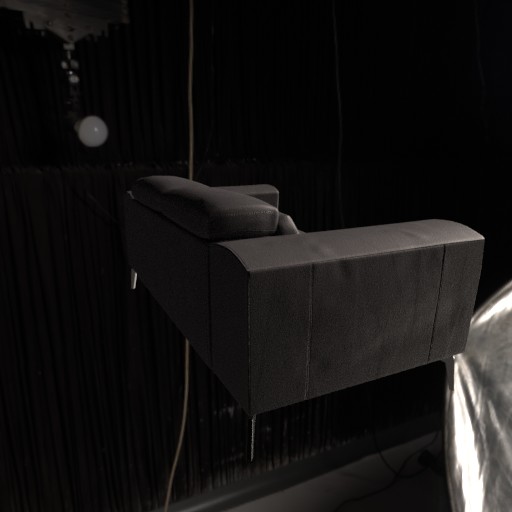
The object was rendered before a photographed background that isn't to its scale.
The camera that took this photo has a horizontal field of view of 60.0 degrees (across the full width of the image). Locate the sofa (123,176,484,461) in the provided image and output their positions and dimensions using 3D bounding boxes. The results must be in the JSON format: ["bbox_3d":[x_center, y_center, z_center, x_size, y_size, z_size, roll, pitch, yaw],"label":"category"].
[{"bbox_3d":[0.000,0.000,2.294,1.003,0.779,1.895,-7,17,-25],"label":"sofa"}]
